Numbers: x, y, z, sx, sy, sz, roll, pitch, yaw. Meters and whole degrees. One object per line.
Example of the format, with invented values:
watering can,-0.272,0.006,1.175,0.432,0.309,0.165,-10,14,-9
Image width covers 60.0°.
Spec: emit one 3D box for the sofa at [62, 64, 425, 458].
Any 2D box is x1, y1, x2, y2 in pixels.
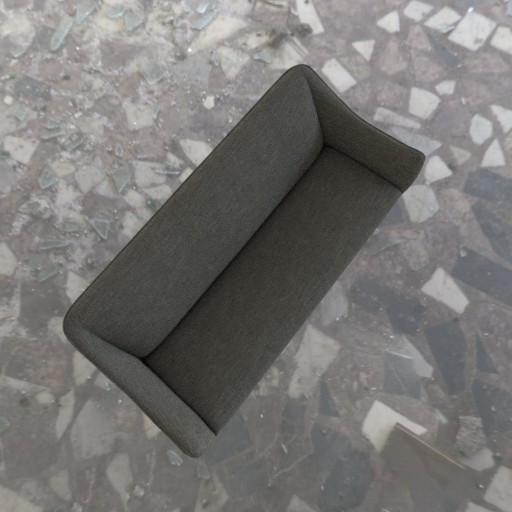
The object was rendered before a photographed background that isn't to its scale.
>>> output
sofa,0.000,0.000,2.427,0.867,0.829,1.928,38,78,10
